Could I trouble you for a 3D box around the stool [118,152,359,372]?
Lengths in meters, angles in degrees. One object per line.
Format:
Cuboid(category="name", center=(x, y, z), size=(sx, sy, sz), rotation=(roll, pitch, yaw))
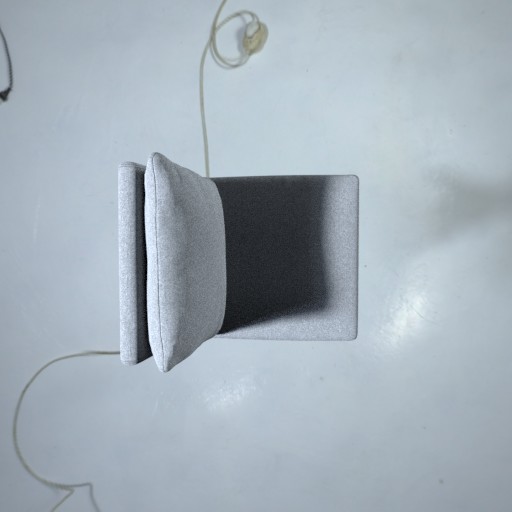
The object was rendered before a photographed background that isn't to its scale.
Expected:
Cuboid(category="stool", center=(0.000, 0.000, 1.417), size=(0.569, 1.130, 0.463), rotation=(0, 92, 0))
